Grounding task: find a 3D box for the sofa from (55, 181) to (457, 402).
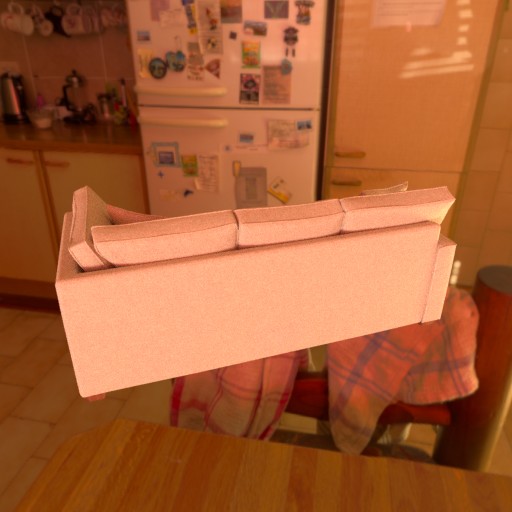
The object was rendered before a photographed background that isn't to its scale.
[{"bbox_3d":[0.000,0.000,2.931,2.317,0.962,1.061,-9,28,-17],"label":"sofa"}]
